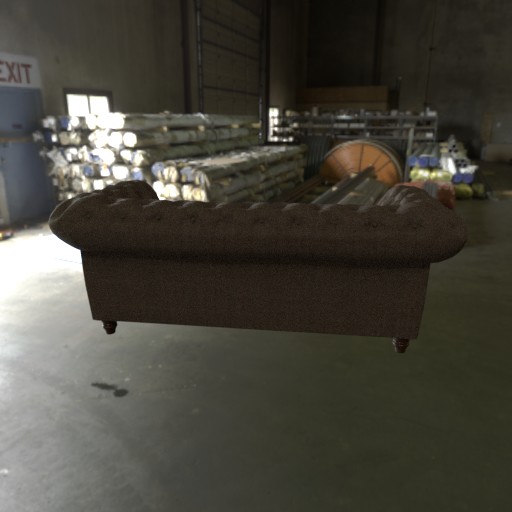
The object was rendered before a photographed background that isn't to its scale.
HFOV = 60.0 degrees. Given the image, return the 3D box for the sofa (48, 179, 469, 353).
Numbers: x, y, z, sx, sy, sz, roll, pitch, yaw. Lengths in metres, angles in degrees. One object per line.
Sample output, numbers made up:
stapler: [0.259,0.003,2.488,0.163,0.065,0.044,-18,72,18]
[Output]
sofa: [0.000,0.000,2.551,2.048,0.780,0.944,2,17,7]
